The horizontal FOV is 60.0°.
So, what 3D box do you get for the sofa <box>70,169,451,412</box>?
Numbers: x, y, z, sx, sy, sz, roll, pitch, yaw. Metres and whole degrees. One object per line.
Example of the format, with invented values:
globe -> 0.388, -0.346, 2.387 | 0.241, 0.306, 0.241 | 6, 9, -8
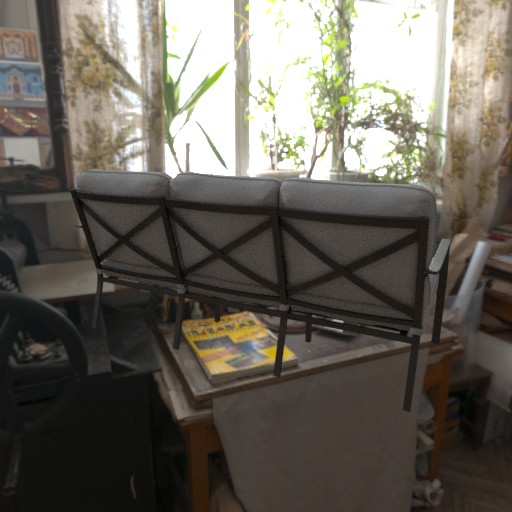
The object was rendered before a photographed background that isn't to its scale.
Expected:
sofa -> 0.000, 0.000, 2.224 | 1.740, 0.860, 0.787 | 8, 17, 26
